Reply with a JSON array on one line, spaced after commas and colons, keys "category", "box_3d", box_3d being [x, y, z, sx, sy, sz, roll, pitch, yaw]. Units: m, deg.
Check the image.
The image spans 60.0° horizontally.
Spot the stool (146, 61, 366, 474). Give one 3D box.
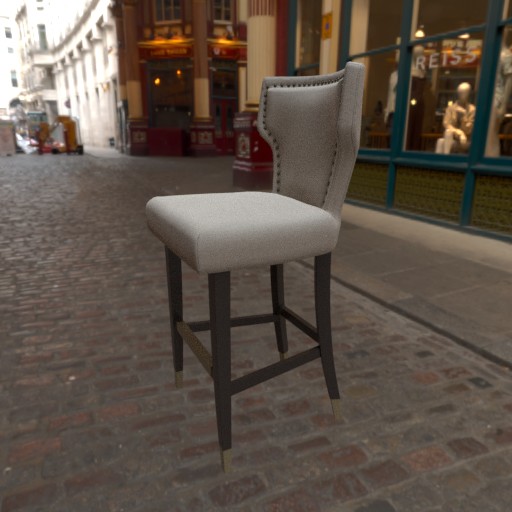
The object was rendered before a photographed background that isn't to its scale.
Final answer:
[{"category": "stool", "box_3d": [0.000, 0.000, 1.385, 0.563, 1.092, 0.526, -8, 18, -25]}]
